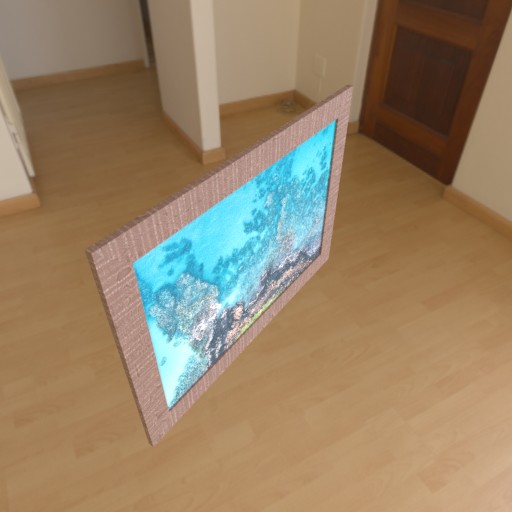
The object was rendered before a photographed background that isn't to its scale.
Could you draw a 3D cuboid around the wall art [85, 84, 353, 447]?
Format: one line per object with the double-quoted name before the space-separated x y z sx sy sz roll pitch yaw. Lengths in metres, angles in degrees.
"wall art" 0.000 0.000 1.394 0.020 0.761 1.056 26 47 27
